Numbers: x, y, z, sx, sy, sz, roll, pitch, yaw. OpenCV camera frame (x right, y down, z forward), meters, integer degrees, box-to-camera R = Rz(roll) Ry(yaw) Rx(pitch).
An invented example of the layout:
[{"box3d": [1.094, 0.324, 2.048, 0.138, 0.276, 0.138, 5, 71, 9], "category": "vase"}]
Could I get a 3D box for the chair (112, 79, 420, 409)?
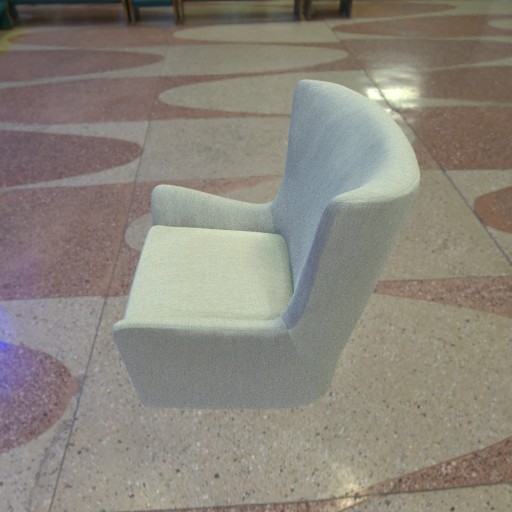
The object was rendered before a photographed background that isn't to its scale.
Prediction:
[{"box3d": [0.000, 0.000, 1.608, 0.904, 1.000, 0.779, -1, 41, -1], "category": "chair"}]
